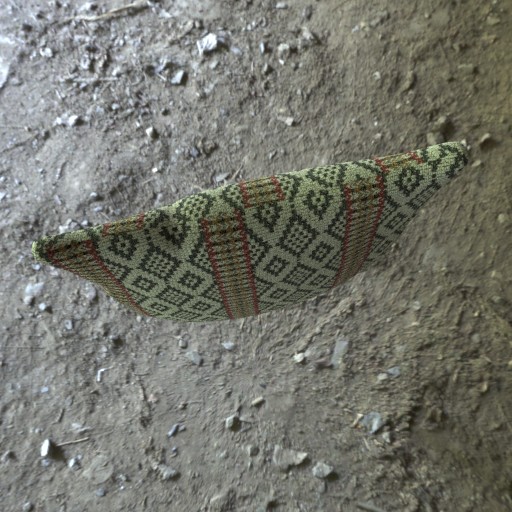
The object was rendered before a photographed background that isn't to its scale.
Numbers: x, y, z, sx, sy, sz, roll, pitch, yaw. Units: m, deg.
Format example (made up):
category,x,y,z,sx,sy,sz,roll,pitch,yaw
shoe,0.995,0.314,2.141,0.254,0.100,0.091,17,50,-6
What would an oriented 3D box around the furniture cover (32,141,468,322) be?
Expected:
category,x,y,z,sx,sy,sz,roll,pitch,yaw
furniture cover,0.000,0.000,0.737,0.503,0.506,0.182,-13,76,-3
